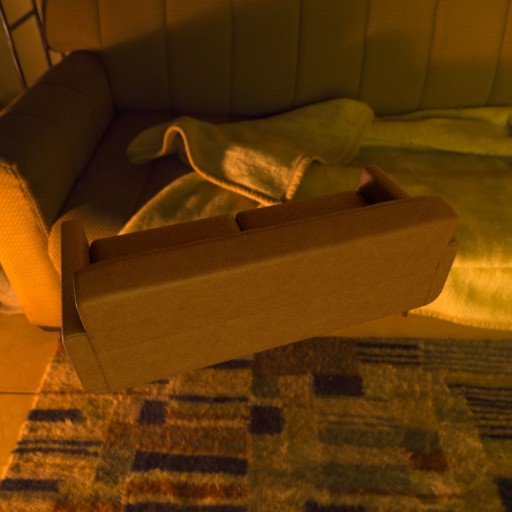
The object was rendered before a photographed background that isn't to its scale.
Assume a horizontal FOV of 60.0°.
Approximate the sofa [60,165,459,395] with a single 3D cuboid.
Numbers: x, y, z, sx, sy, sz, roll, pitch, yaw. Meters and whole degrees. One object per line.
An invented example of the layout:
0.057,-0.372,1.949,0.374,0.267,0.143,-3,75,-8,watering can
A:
0.000,0.000,2.643,2.137,0.892,0.980,-12,43,-14,sofa
